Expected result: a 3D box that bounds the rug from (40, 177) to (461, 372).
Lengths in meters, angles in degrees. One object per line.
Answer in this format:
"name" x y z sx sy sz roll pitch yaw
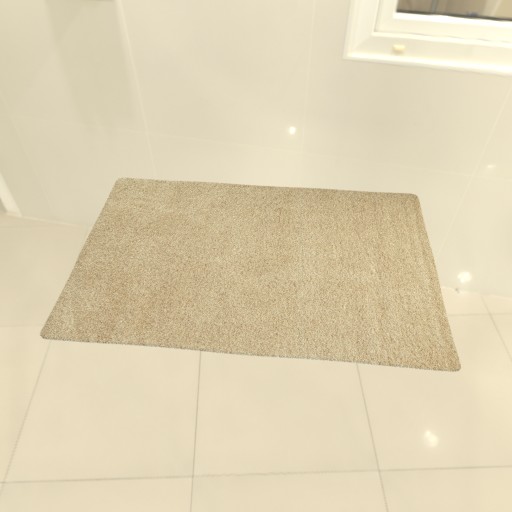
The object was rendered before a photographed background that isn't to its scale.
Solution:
"rug" 0.000 0.000 2.957 2.349 0.025 1.500 4 47 4
